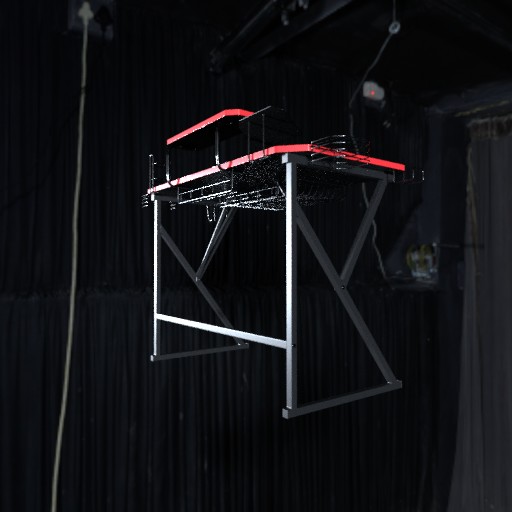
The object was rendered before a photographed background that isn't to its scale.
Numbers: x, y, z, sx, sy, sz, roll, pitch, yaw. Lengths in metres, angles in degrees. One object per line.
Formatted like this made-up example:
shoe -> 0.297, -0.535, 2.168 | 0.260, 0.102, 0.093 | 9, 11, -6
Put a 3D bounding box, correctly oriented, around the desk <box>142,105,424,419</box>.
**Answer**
desk -> 0.000, 0.000, 1.732 | 0.588, 0.913, 1.280 | 1, -1, -37
